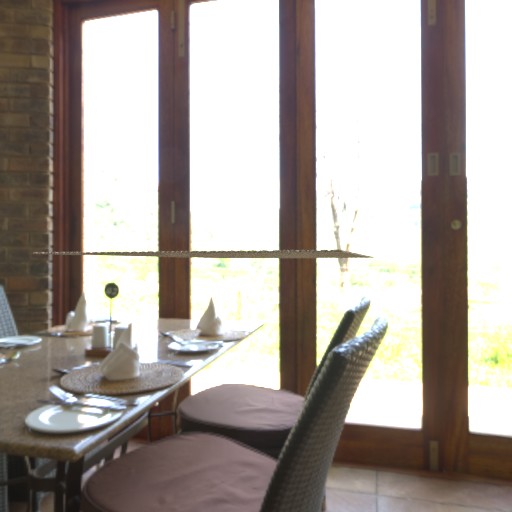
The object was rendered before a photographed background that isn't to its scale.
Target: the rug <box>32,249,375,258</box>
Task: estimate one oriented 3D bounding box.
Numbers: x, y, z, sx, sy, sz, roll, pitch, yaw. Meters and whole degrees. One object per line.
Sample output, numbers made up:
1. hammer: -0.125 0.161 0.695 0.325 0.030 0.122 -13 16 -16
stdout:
1. rug: 0.000 0.000 2.490 1.196 0.008 2.006 0 -1 18
